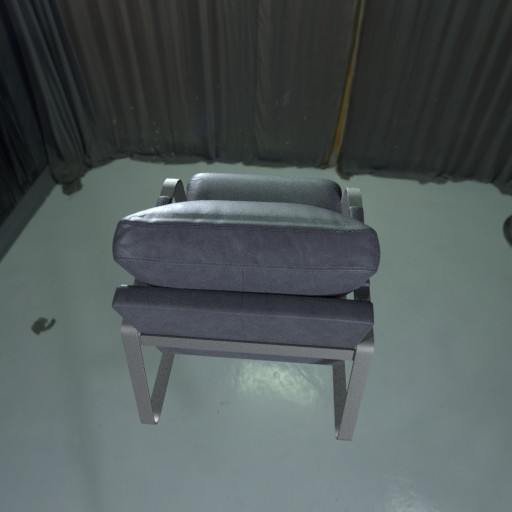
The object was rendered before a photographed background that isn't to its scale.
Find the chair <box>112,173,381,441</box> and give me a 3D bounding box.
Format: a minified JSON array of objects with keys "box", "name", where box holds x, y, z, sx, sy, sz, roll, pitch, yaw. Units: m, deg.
[{"box":[0.000,0.000,1.473,0.692,0.839,0.878,3,47,3],"name":"chair"}]
